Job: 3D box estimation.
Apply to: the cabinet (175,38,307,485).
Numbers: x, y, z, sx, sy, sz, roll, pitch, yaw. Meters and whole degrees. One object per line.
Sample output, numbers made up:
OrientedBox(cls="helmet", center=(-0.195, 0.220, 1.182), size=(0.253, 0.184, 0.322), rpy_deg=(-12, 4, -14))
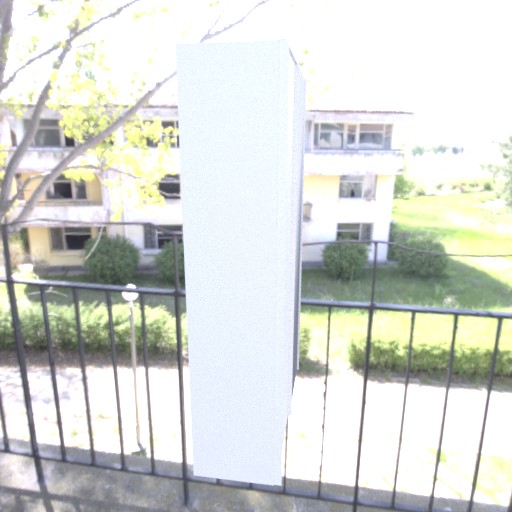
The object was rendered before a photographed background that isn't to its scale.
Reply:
OrientedBox(cls="cabinet", center=(0.000, 0.000, 2.688), size=(0.480, 2.160, 1.250), rpy_deg=(2, 15, 9))
